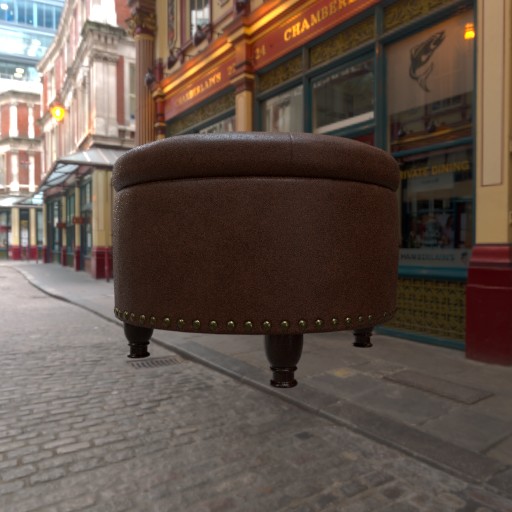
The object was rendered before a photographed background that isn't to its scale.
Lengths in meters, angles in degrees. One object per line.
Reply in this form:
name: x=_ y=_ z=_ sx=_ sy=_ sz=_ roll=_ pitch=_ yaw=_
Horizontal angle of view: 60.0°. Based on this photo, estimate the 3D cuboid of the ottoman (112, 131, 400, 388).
ottoman: x=0.000 y=0.000 z=1.033 sx=0.637 sy=0.442 sz=0.637 roll=0 pitch=1 yaw=0
